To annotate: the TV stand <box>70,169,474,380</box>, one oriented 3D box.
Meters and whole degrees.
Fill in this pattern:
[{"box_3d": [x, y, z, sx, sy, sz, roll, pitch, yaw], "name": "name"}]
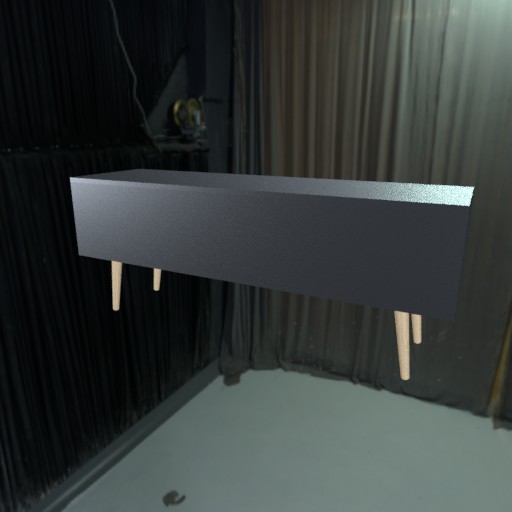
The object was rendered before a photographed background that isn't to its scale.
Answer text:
[{"box_3d": [0.000, 0.000, 1.553, 1.312, 0.518, 0.390, 8, 18, 26], "name": "TV stand"}]
